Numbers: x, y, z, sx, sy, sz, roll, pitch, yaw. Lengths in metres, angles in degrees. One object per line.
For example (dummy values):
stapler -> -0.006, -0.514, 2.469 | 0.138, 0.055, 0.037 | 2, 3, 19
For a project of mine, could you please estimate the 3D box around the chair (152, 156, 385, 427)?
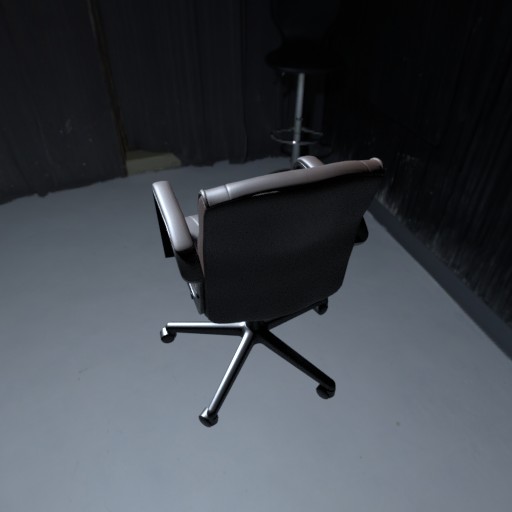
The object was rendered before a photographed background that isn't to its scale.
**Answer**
chair -> 0.000, 0.000, 1.513 | 0.739, 1.004, 0.717 | -12, 43, -14
